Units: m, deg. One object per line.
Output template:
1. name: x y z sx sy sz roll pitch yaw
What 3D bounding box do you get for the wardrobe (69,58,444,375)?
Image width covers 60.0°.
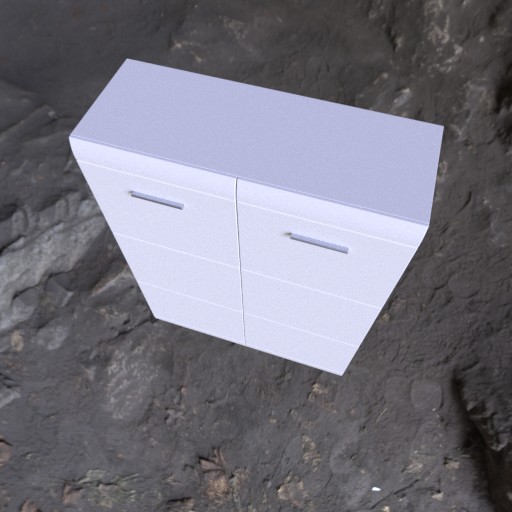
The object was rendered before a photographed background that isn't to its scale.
1. wardrobe: 0.000 0.000 1.640 0.900 1.200 0.360 15 60 9
